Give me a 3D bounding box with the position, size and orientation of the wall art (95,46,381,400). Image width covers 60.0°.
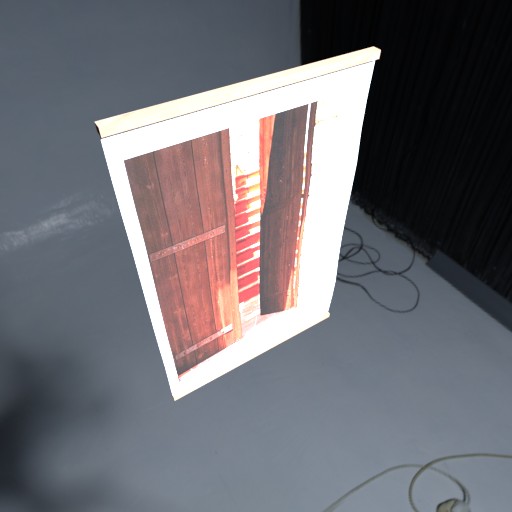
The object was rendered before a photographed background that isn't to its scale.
[{"bbox_3d":[0.000,0.000,0.634,0.332,0.508,0.012,-24,50,-22],"label":"wall art"}]
